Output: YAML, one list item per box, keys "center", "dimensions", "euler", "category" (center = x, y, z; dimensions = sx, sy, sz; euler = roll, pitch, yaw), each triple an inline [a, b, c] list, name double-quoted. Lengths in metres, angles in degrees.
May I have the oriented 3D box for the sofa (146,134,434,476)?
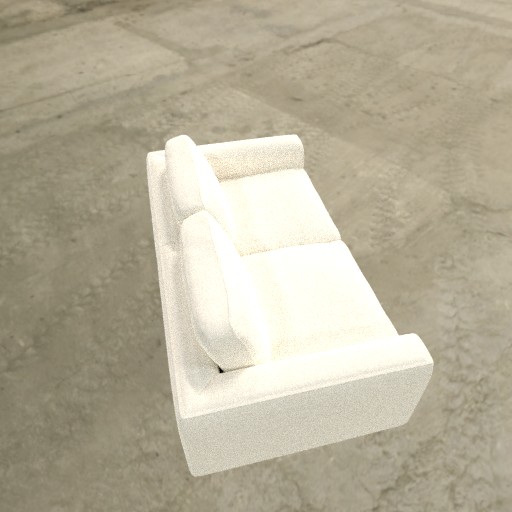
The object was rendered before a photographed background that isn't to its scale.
- center: [0.000, 0.000, 2.455]
  dimensions: [1.069, 0.801, 1.920]
  euler: [-10, 45, -10]
  category: "sofa"
